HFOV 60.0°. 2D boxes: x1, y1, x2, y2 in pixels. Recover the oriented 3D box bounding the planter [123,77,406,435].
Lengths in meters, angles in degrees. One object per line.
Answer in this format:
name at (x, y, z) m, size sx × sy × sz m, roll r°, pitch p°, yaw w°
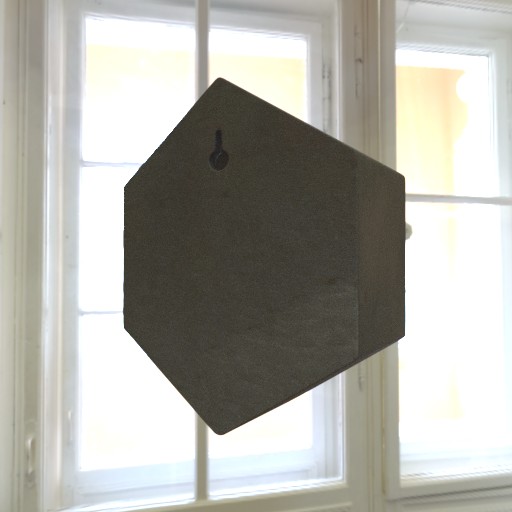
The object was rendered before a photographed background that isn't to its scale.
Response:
planter at (0.000, 0.000, 0.286) m, size 0.169 × 0.206 × 0.077 m, roll -1°, pitch -1°, yaw 35°
